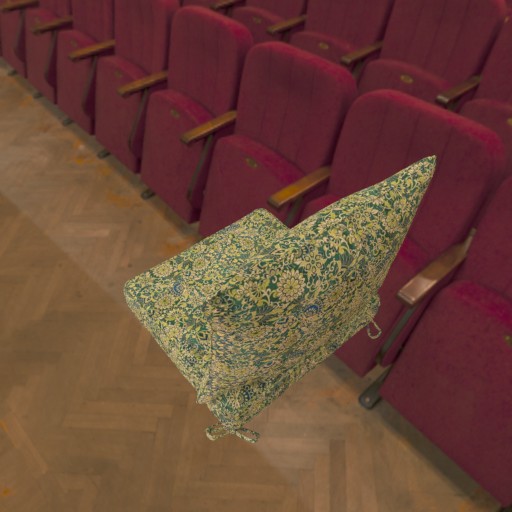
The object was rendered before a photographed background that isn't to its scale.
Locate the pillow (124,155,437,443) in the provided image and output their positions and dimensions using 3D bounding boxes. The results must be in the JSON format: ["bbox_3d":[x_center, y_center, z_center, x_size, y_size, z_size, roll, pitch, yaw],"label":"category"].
[{"bbox_3d":[0.000,0.000,1.407,0.798,0.722,0.740,-32,54,-26],"label":"pillow"}]
